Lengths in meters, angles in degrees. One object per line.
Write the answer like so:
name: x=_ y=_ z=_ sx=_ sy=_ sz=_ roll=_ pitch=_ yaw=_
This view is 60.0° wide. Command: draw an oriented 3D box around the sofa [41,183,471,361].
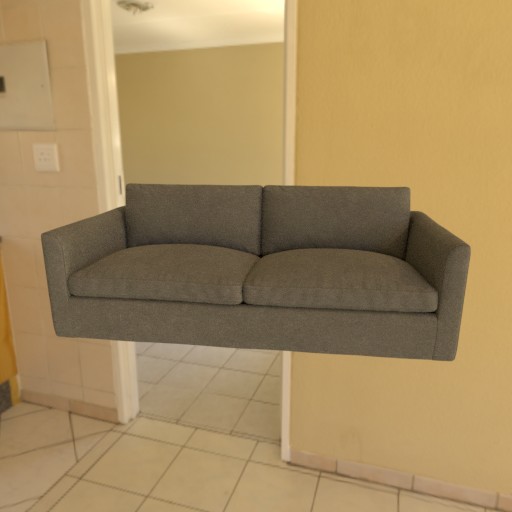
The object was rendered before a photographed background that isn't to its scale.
sofa: x=0.000 y=0.000 z=2.831 sx=2.257 sy=0.838 sz=1.092 roll=2 pitch=14 yaw=8
